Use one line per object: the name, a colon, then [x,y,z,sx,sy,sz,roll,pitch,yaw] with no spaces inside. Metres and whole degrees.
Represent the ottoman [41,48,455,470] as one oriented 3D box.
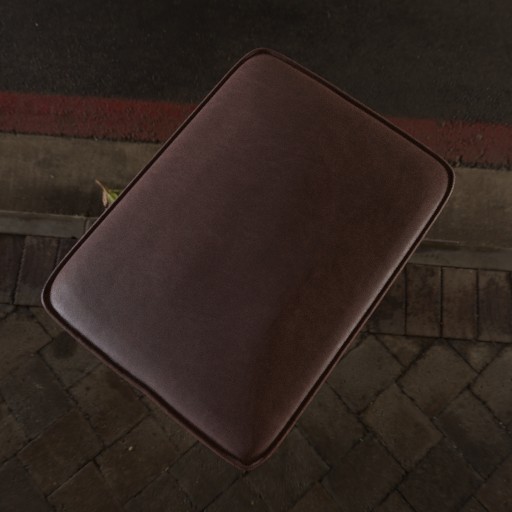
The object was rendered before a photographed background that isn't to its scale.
ottoman: [0.000,0.000,1.060,0.548,0.449,0.749,36,79,8]
